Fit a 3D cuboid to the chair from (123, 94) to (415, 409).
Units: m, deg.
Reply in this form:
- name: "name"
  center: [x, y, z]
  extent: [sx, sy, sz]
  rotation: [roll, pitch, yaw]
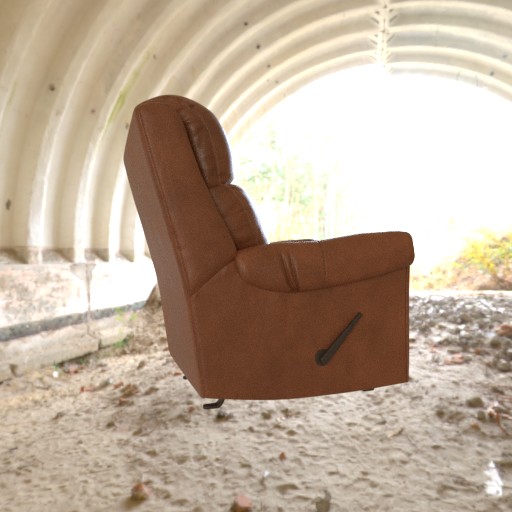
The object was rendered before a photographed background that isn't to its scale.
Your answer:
- name: "chair"
  center: [0.000, 0.000, 1.811]
  extent: [1.014, 1.054, 0.838]
  rotation: [0, 0, -19]
